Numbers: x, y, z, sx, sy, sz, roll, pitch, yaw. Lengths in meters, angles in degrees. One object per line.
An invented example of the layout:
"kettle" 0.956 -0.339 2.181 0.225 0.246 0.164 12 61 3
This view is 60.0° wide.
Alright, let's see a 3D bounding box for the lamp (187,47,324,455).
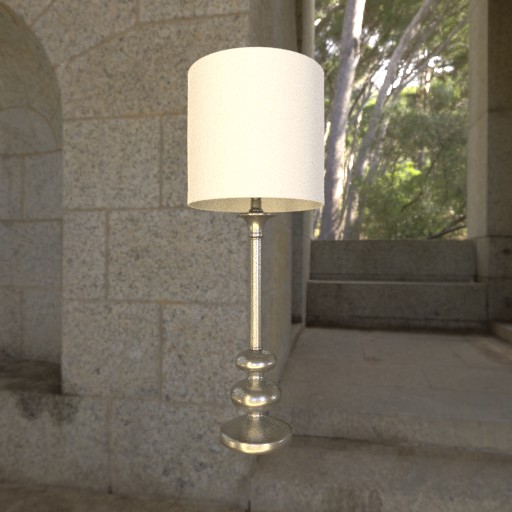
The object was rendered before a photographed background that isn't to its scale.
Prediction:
"lamp" 0.000 0.000 0.832 0.254 0.690 0.254 0 0 -18
